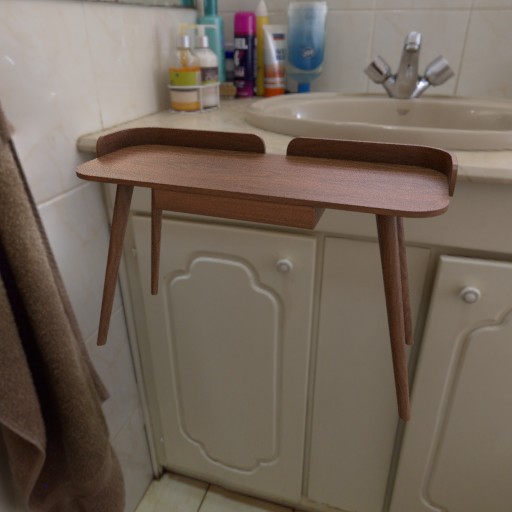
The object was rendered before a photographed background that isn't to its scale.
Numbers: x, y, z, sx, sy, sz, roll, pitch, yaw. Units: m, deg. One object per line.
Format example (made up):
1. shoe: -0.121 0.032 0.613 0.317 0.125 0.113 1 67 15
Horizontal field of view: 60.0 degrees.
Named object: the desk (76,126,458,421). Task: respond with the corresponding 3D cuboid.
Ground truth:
1. desk: 0.000 0.000 1.663 1.256 0.800 0.486 9 28 17
